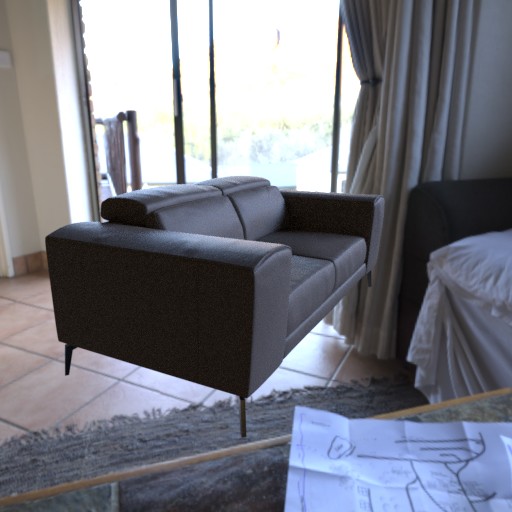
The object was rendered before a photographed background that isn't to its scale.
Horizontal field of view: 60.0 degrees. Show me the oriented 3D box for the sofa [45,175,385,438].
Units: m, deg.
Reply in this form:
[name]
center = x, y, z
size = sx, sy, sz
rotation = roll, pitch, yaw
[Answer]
[sofa]
center = 0.000, 0.000, 2.444
size = 1.003, 0.779, 1.895
rotation = 8, 17, 27
